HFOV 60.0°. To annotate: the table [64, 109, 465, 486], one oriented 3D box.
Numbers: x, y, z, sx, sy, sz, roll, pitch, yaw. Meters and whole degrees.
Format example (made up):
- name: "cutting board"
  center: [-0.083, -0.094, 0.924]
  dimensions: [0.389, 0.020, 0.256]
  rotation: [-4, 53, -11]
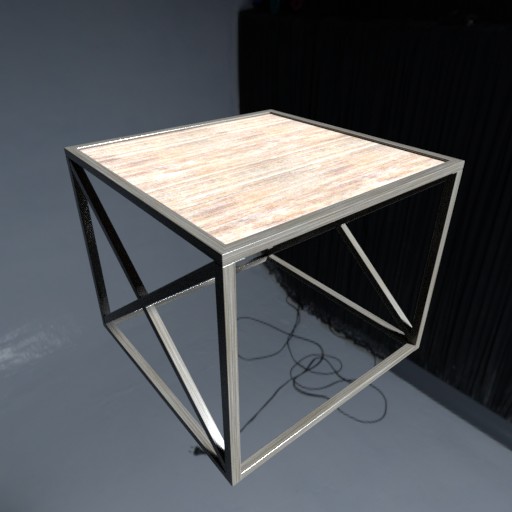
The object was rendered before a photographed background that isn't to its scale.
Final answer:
- name: "table"
  center: [0.000, 0.000, 1.077]
  dimensions: [0.609, 0.507, 0.611]
  rotation: [-22, 37, -33]
